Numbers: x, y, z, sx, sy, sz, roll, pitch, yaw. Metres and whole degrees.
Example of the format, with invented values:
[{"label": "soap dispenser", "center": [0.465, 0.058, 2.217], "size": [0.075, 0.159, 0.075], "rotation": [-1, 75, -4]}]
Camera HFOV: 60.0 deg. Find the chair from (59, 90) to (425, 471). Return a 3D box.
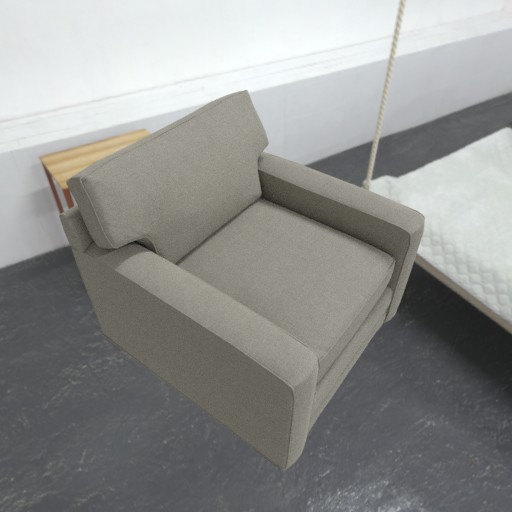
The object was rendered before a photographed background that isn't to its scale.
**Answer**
[{"label": "chair", "center": [0.000, 0.000, 1.832], "size": [1.044, 0.934, 0.999], "rotation": [27, 49, 26]}]
